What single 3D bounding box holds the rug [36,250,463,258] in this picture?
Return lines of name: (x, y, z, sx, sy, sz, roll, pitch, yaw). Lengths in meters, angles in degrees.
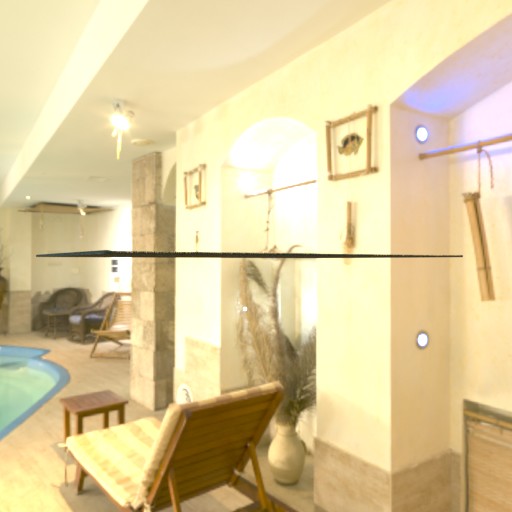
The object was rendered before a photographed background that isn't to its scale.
rug: (0.000, 0.000, 2.969, 2.449, 0.015, 1.530, 0, -1, -35)
